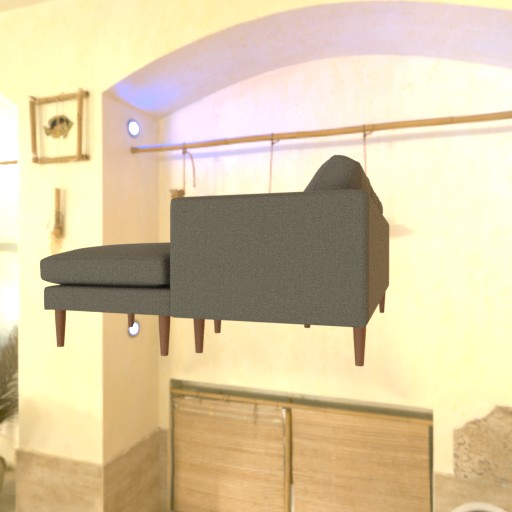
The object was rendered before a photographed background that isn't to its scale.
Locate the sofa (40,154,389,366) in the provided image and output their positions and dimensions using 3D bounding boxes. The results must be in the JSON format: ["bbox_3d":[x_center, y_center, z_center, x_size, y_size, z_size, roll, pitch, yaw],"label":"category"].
[{"bbox_3d":[0.000,0.000,2.887,1.591,0.897,2.031,0,1,19],"label":"sofa"}]
